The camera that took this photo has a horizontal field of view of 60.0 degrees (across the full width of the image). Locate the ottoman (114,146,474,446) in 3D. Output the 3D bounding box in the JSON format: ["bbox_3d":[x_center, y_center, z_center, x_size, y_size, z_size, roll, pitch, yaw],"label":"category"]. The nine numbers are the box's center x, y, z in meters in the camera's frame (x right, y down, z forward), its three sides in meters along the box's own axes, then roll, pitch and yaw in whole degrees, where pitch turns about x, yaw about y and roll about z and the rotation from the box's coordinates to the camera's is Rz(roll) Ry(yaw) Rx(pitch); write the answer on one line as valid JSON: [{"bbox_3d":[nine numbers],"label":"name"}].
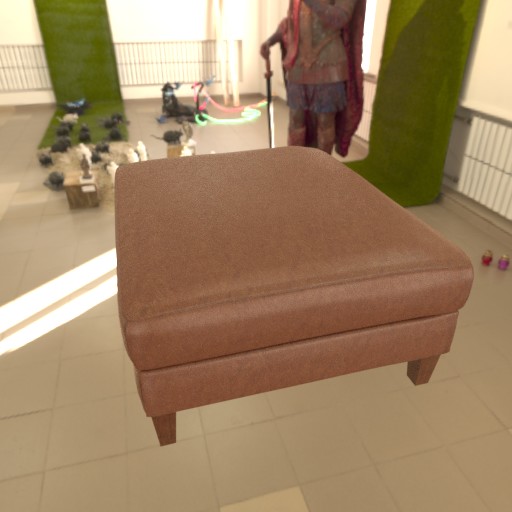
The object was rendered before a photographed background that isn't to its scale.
[{"bbox_3d":[0.000,0.000,1.440,0.836,0.472,0.987,-8,31,-14],"label":"ottoman"}]
